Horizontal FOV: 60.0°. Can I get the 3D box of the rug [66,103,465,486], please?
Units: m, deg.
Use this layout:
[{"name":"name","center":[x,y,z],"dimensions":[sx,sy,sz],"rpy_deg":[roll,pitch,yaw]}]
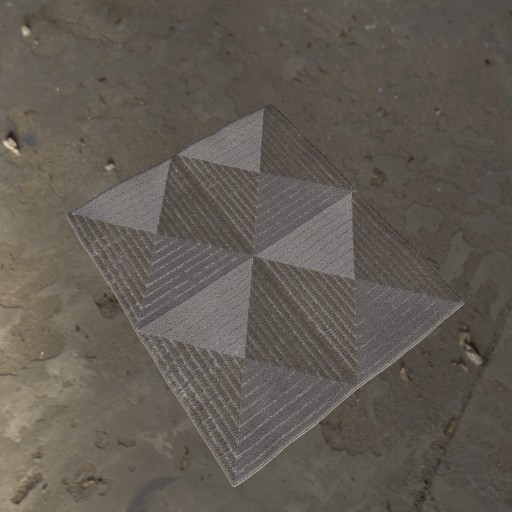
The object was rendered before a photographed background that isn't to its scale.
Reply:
[{"name":"rug","center":[0.000,0.000,0.900],"dimensions":[0.551,0.008,0.642],"rpy_deg":[-33,68,-15]}]
